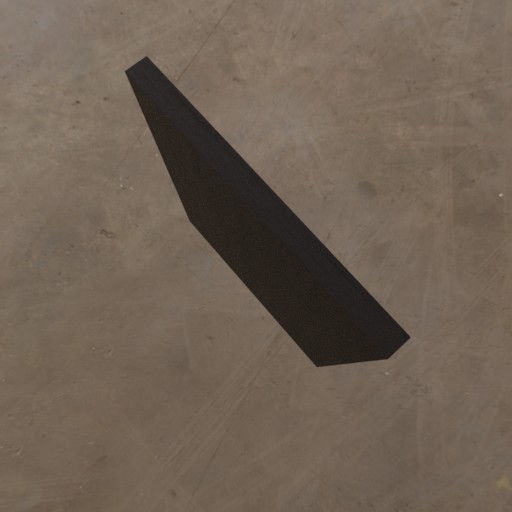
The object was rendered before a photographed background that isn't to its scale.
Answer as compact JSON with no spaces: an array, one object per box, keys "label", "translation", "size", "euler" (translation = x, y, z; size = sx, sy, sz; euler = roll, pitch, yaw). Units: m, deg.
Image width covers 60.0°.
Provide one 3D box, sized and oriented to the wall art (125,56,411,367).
[{"label":"wall art","translation":[0.000,0.000,0.770],"size":[0.034,0.552,0.455],"euler":[-40,79,-10]}]
